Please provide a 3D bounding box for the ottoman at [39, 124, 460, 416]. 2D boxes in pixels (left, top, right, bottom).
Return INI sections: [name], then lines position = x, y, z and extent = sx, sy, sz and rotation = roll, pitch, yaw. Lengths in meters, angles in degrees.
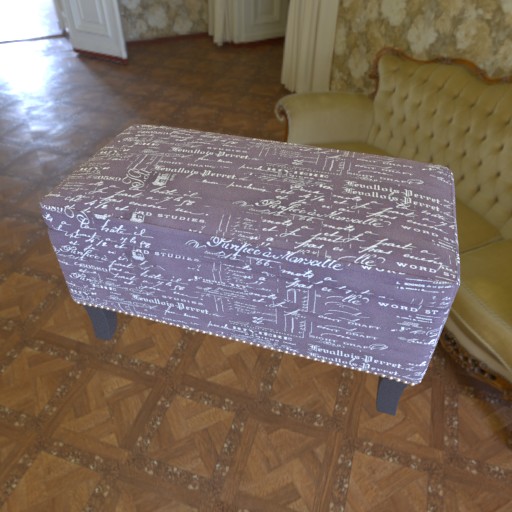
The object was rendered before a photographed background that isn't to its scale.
[ottoman]
position = 0.000, 0.000, 1.061
extent = 0.813, 0.457, 0.406
rotation = 11, 42, 13
